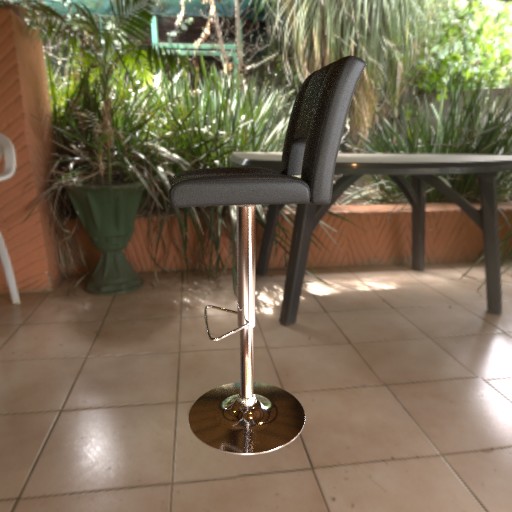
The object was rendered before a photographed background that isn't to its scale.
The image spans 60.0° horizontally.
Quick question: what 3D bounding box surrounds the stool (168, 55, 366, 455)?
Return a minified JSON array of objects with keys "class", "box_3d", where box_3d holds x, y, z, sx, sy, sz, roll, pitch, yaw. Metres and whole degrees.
[{"class":"stool","box_3d":[0.000,0.000,1.418,0.520,1.151,0.415,-2,15,-9]}]
